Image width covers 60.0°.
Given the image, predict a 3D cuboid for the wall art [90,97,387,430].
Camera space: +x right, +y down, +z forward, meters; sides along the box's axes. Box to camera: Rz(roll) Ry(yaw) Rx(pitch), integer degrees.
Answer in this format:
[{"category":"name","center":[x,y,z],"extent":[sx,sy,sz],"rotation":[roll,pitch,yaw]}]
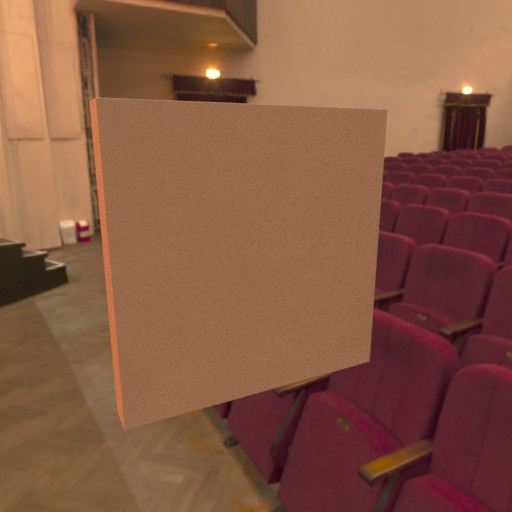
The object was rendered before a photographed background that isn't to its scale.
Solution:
[{"category":"wall art","center":[0.000,0.000,0.473],"extent":[0.305,0.305,0.038],"rotation":[-7,16,-26]}]
